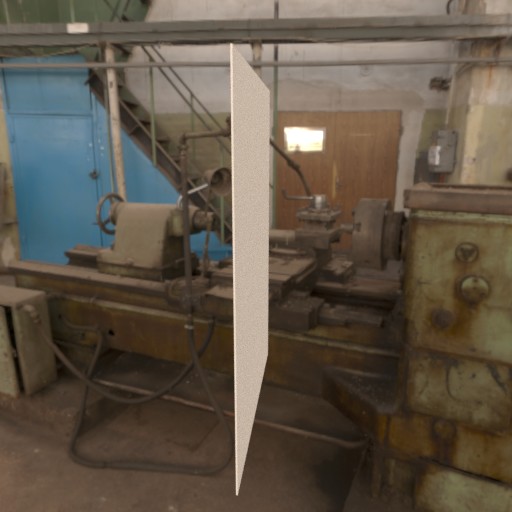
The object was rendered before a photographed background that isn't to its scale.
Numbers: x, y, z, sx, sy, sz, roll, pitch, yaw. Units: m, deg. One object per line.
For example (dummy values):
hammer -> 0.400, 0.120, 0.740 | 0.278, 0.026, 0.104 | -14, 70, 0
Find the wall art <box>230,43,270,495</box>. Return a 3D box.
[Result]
wall art -> 0.000, 0.000, 0.796 | 0.003, 0.610, 0.457 | 2, 14, 7
